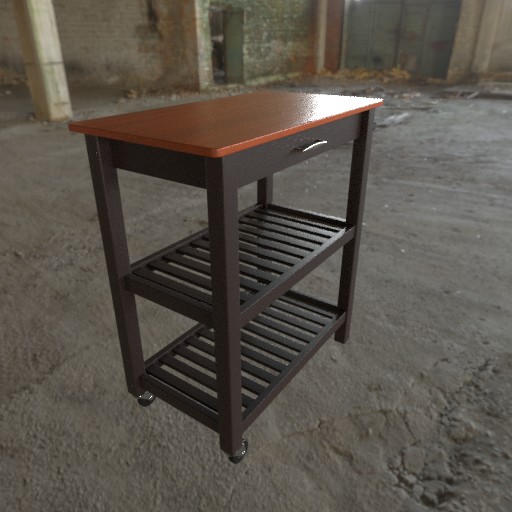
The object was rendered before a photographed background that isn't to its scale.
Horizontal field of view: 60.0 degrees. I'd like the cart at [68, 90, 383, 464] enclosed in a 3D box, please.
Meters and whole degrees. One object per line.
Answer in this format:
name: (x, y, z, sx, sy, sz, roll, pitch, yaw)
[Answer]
cart: (0.000, 0.000, 1.452, 0.457, 0.927, 0.899, 17, 31, 31)
